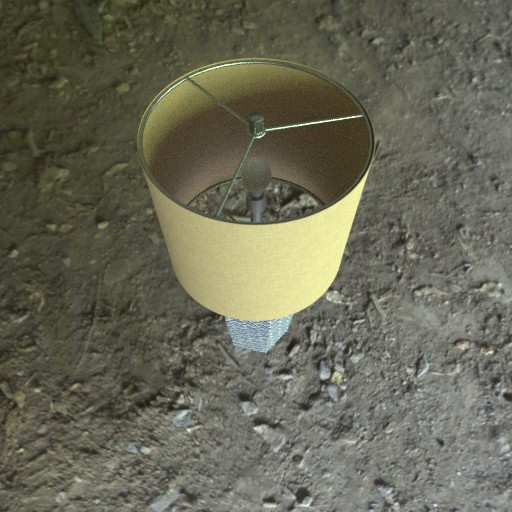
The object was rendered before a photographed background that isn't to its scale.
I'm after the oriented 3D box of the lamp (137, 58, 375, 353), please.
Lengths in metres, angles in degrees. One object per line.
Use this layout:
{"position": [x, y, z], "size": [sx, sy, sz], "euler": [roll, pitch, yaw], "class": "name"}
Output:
{"position": [0.000, 0.000, 0.870], "size": [0.320, 0.682, 0.320], "euler": [15, 59, 9], "class": "lamp"}
